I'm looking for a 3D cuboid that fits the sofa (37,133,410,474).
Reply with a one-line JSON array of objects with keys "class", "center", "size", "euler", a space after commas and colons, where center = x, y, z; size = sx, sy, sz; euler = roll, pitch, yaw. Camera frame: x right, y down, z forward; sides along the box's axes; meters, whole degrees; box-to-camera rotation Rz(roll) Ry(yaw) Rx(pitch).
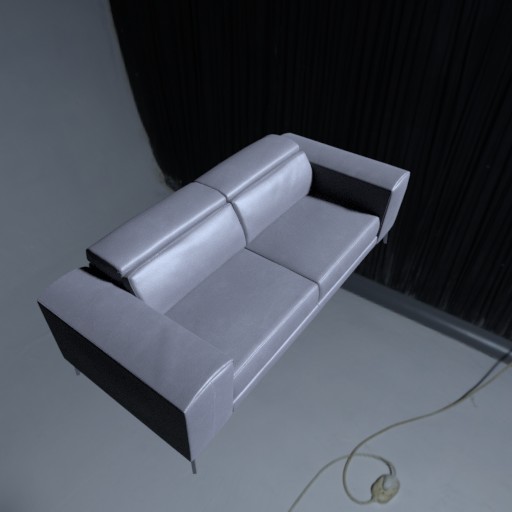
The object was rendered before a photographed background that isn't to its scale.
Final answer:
[{"class": "sofa", "center": [0.000, 0.000, 2.829], "size": [1.048, 0.814, 2.330], "euler": [26, 48, 27]}]
